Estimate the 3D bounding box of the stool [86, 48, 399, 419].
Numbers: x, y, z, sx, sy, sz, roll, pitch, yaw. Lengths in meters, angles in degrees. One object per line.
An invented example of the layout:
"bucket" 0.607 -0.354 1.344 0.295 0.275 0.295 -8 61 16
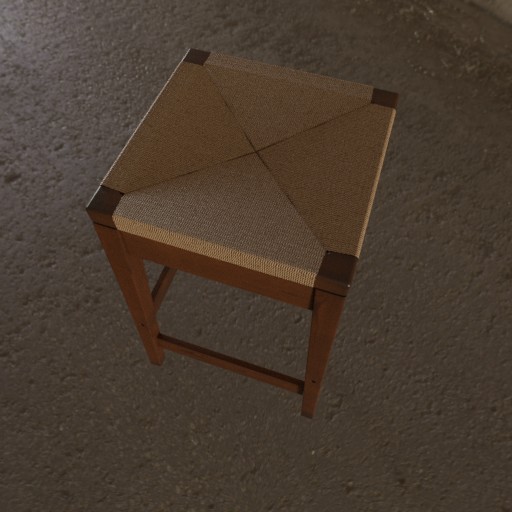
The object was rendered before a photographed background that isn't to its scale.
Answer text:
"stool" 0.000 0.000 1.090 0.507 0.762 0.497 16 61 9
